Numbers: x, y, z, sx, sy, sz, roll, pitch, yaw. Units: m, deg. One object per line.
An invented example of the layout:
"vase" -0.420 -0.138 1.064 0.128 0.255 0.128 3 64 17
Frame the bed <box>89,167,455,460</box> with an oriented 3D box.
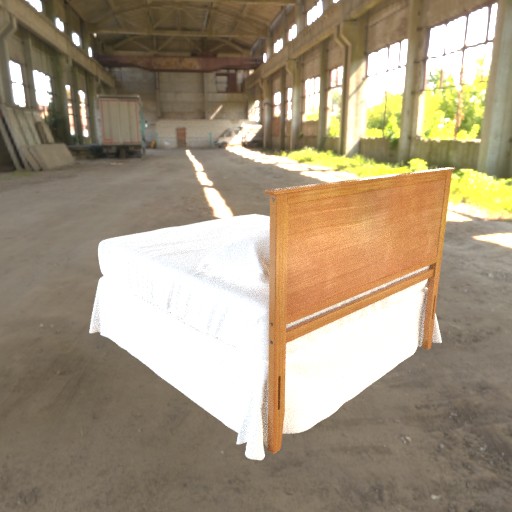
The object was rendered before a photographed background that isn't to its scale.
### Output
"bed" 0.000 0.000 3.186 1.870 1.273 2.035 -14 21 -41
